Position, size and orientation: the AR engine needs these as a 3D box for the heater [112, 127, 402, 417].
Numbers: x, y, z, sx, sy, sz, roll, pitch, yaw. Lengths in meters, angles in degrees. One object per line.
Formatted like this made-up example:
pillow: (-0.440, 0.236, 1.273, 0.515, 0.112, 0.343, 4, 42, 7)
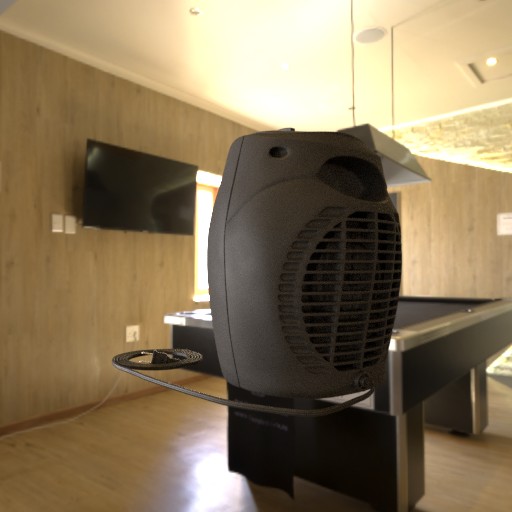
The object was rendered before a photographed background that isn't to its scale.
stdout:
heater: (0.000, 0.000, 0.468, 0.239, 0.240, 0.291, 1, -1, -36)
